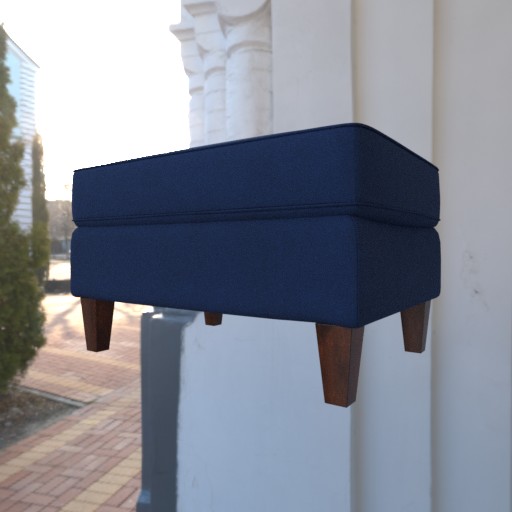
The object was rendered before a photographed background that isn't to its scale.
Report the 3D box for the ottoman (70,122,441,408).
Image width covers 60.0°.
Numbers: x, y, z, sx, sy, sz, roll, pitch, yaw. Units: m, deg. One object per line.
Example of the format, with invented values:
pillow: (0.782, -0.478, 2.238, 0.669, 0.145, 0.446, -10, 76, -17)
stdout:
ottoman: (0.000, 0.000, 1.363, 0.965, 0.584, 0.686, 1, 1, 35)
